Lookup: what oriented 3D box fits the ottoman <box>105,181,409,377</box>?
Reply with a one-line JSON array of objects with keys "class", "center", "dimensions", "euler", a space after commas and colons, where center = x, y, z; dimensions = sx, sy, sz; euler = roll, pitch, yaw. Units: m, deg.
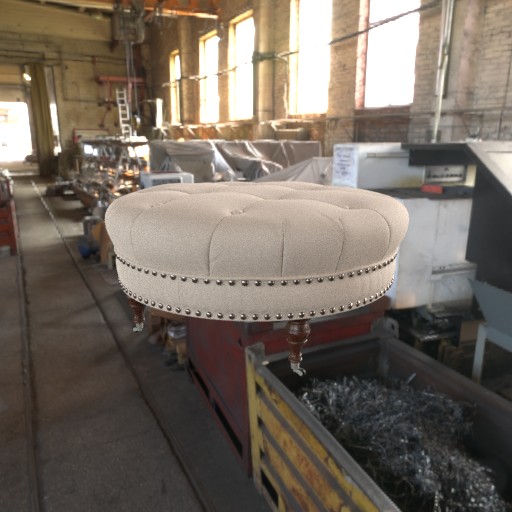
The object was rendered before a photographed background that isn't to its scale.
[{"class": "ottoman", "center": [0.000, 0.000, 1.413], "dimensions": [0.901, 0.439, 0.901], "euler": [0, 15, 0]}]
